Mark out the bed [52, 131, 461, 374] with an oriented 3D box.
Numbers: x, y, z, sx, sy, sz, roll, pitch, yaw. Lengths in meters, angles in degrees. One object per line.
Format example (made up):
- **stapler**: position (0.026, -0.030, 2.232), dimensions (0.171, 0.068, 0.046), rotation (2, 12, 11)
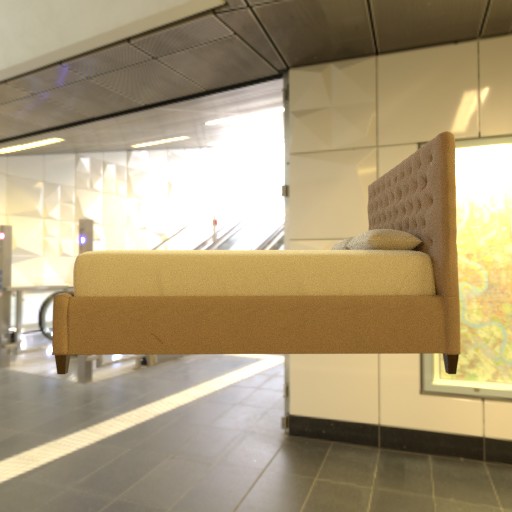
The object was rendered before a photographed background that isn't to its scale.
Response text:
- **bed**: position (0.000, 0.000, 3.419), dimensions (2.387, 1.427, 1.698), rotation (0, -2, 0)
